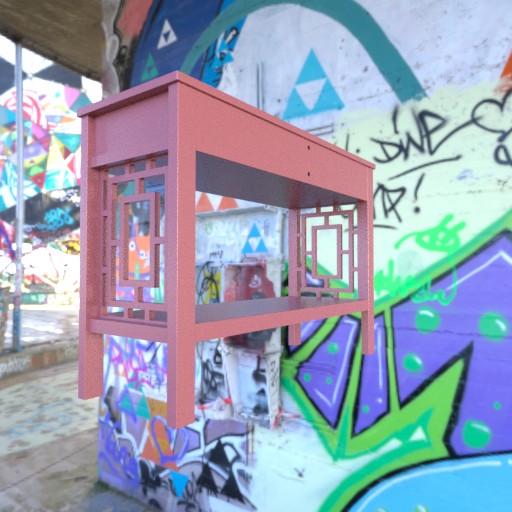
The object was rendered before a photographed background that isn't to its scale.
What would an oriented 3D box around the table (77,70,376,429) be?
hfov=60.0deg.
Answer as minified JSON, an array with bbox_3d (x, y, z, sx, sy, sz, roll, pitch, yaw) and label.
[{"bbox_3d":[0.000,0.000,1.466,0.397,0.753,1.068,-1,-2,37],"label":"table"}]
